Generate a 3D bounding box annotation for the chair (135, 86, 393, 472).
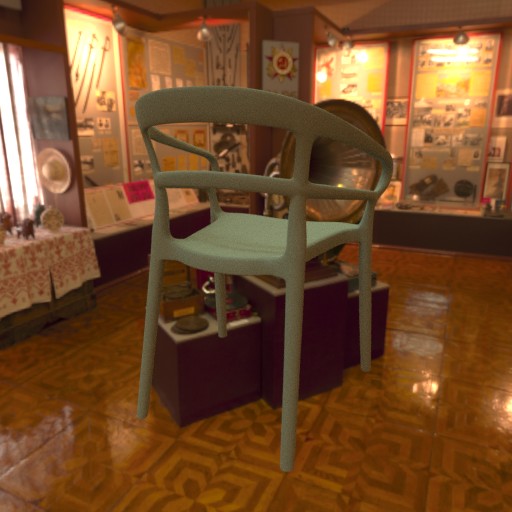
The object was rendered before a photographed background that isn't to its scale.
[{"bbox_3d":[0.000,0.000,1.119,0.559,0.761,0.527,8,18,26],"label":"chair"}]
